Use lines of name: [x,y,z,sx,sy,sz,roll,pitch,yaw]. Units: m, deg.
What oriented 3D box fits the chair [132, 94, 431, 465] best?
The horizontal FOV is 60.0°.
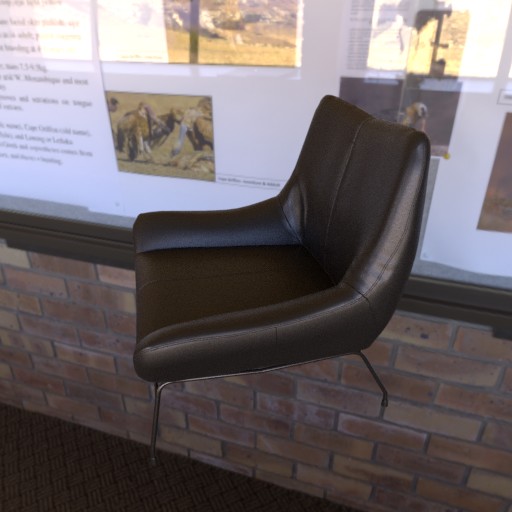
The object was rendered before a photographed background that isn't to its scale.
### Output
chair: [0.000,0.000,1.494,0.826,0.922,0.836,-7,29,-12]
